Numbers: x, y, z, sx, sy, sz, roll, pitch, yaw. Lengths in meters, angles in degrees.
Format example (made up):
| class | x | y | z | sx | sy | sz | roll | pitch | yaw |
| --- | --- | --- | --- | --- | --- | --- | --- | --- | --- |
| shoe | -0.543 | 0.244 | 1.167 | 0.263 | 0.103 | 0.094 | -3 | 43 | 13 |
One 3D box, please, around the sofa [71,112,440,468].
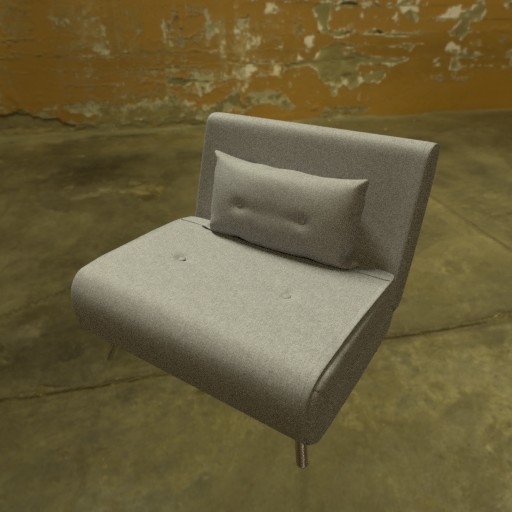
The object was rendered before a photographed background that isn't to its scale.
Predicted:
| class | x | y | z | sx | sy | sz | roll | pitch | yaw |
| --- | --- | --- | --- | --- | --- | --- | --- | --- | --- |
| sofa | 0.000 | 0.000 | 1.694 | 1.020 | 0.825 | 1.000 | 18 | 34 | 28 |
